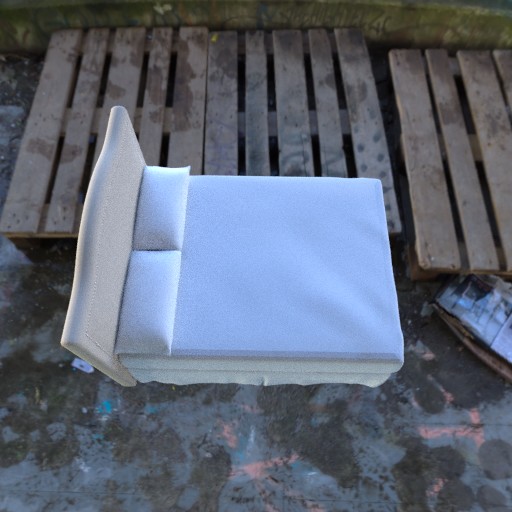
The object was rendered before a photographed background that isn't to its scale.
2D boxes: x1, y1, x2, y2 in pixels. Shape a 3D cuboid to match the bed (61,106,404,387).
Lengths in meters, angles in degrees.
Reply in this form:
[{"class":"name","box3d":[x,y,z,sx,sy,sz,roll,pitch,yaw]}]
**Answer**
[{"class":"bed","box3d":[0.000,0.000,3.218,2.052,1.398,1.678,1,64,0]}]
